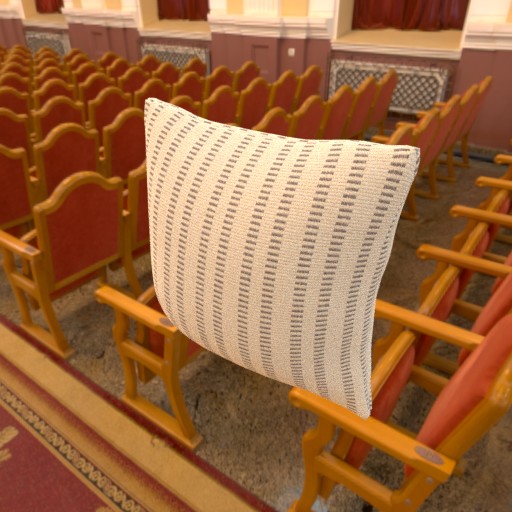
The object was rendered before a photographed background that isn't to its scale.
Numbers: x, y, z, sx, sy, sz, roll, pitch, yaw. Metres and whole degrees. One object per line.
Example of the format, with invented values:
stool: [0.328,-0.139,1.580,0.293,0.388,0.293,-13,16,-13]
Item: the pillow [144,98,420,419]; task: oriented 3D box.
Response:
pillow: [0.000,0.000,0.683,0.438,0.419,0.247,21,37,31]
